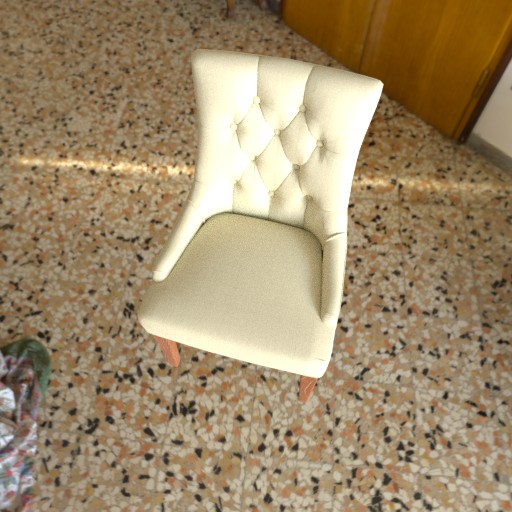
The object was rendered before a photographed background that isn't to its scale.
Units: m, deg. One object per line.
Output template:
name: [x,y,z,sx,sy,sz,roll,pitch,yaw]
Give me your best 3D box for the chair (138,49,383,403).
chair: [0.000,0.000,1.233,0.509,0.874,0.565,13,60,8]
